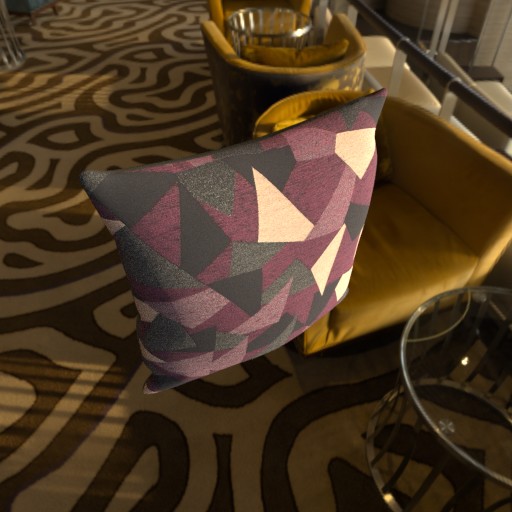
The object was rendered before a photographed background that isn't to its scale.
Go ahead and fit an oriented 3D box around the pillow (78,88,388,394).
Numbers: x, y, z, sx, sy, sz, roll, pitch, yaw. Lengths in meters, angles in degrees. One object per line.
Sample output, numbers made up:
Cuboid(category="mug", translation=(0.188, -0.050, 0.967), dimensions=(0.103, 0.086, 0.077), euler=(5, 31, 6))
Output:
Cuboid(category="pillow", translation=(0.000, 0.000, 0.773), dimensions=(0.503, 0.496, 0.208), euler=(-23, 49, -22))
